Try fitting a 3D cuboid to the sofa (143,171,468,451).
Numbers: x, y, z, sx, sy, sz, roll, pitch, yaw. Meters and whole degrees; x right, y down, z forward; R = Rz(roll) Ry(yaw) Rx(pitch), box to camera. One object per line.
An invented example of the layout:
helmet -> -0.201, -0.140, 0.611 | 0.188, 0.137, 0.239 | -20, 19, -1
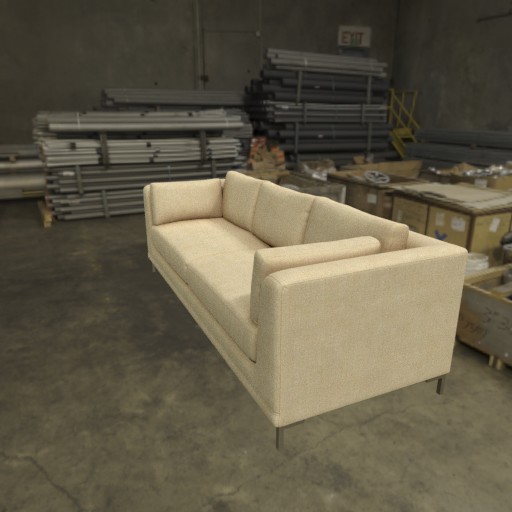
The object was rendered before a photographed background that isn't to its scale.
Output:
sofa -> 0.000, 0.000, 2.906 | 0.969, 0.867, 2.415 | -8, 20, -24
